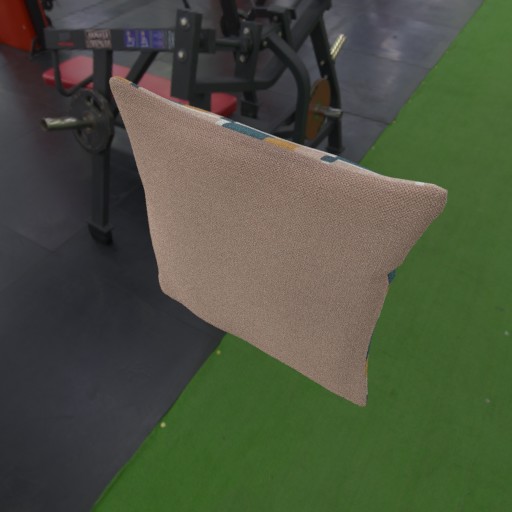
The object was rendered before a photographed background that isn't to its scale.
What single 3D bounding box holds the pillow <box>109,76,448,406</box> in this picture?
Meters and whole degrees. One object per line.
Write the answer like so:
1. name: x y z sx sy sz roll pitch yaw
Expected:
1. pillow: 0.000 0.000 0.709 0.478 0.479 0.158 26 52 22
